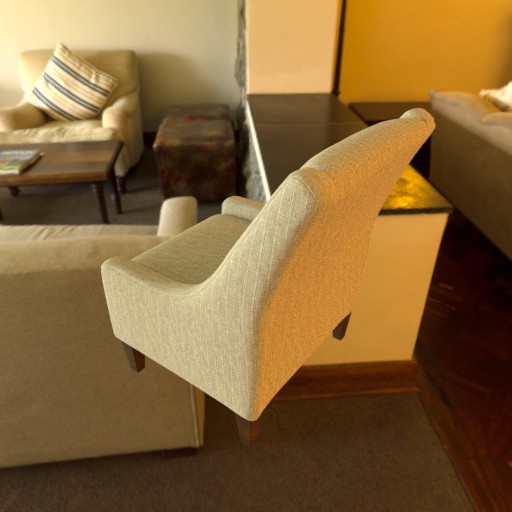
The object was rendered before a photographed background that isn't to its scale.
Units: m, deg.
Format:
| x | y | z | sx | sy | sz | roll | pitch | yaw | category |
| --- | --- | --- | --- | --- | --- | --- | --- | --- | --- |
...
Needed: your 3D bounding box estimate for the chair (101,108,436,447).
| x | y | z | sx | sy | sz | roll | pitch | yaw | category |
| --- | --- | --- | --- | --- | --- | --- | --- | --- | --- |
| 0.000 | 0.000 | 1.603 | 0.870 | 1.014 | 0.774 | 21 | 37 | 31 | chair |
